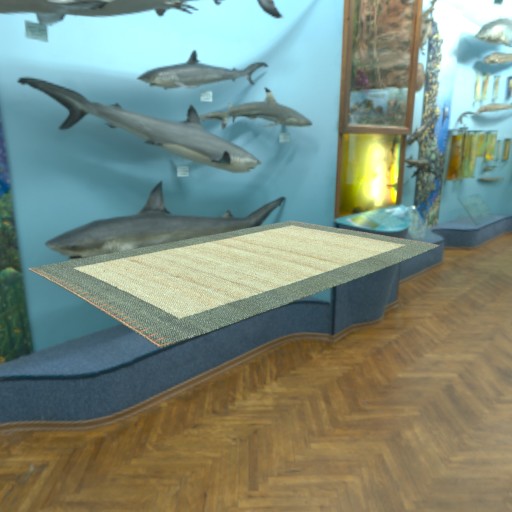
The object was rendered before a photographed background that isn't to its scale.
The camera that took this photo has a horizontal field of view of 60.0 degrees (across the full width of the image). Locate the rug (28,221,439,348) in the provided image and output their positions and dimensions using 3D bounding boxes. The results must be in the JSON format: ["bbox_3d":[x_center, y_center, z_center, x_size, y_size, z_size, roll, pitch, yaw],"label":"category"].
[{"bbox_3d":[0.000,0.000,3.000,2.435,0.006,1.521,-14,20,-42],"label":"rug"}]
